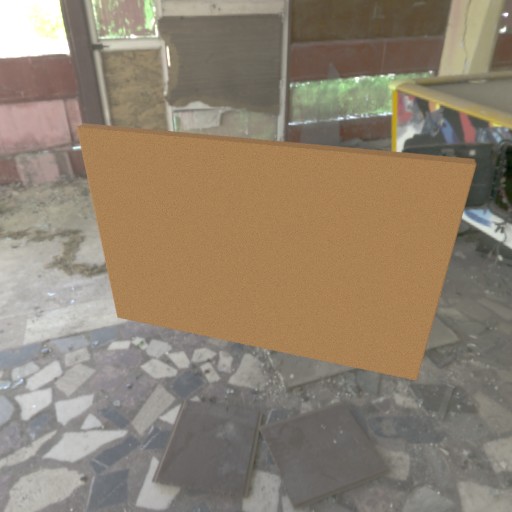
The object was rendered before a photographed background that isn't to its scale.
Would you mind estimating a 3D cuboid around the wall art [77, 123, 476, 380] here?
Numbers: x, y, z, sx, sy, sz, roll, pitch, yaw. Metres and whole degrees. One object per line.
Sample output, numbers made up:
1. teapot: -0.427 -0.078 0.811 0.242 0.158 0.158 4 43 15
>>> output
1. wall art: 0.000 0.000 1.157 0.915 0.608 0.033 9 33 14
